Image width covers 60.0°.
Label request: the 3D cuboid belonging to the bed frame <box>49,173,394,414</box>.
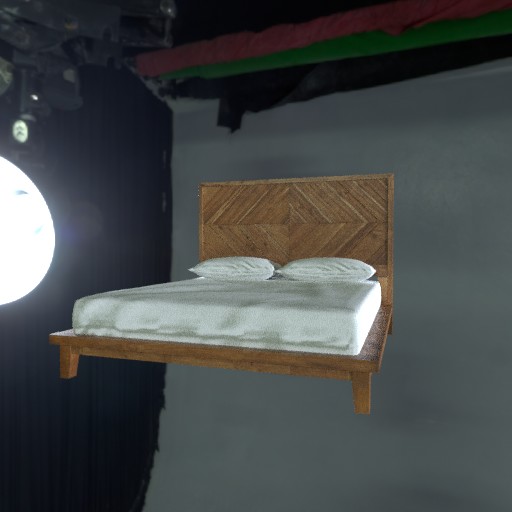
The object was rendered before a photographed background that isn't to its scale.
[{"bbox_3d":[0.000,0.000,3.551,2.038,1.537,2.235,0,1,19],"label":"bed frame"}]
